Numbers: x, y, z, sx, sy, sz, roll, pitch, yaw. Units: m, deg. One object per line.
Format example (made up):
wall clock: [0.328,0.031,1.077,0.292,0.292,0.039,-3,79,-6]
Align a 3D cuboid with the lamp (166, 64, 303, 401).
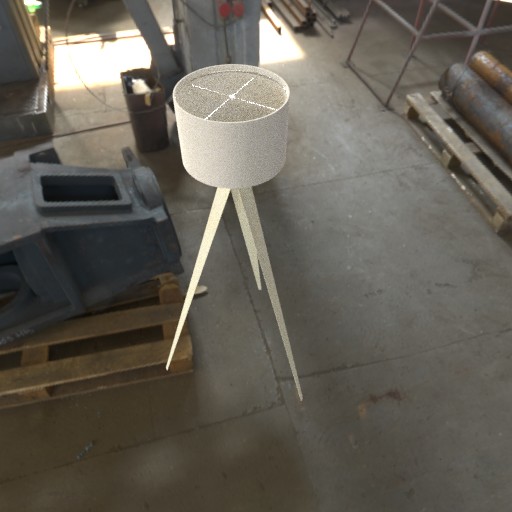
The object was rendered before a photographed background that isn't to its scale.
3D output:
lamp: [0.000,0.000,1.904,0.716,1.524,0.724,23,52,19]
